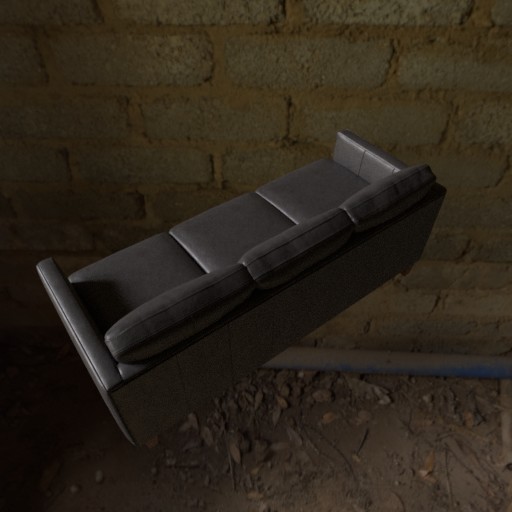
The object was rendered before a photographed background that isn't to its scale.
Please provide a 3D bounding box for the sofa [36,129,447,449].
[{"bbox_3d":[0.000,0.000,2.970,2.464,1.006,1.045,-28,53,-24],"label":"sofa"}]
